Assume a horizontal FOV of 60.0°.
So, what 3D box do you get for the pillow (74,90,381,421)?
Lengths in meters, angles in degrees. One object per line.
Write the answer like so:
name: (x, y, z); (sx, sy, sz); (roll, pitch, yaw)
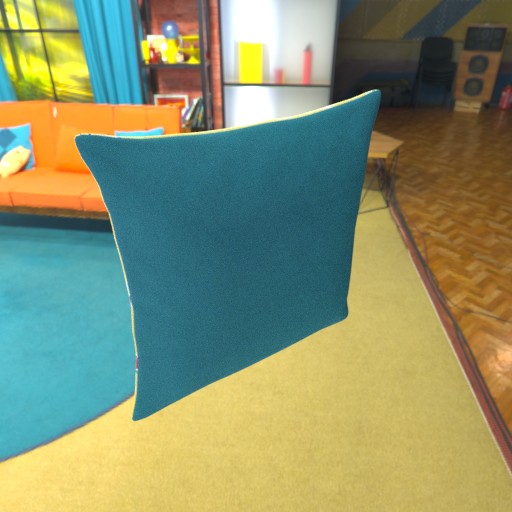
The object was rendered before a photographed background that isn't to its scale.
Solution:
pillow: (0.000, 0.000, 0.778); (0.525, 0.508, 0.166); (-19, 36, -29)
